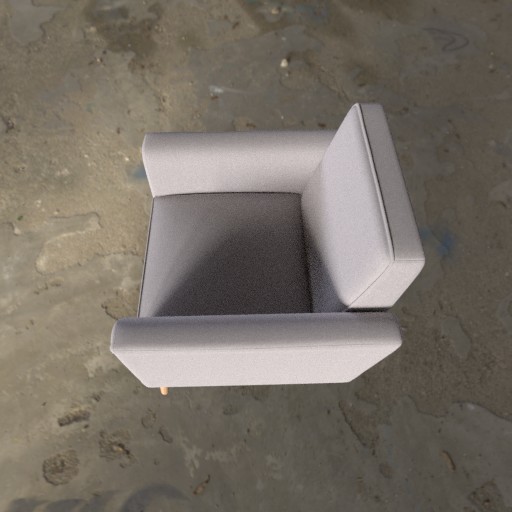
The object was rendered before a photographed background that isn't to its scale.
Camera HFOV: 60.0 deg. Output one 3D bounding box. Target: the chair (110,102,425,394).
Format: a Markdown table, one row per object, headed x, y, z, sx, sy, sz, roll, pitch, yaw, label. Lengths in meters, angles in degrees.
| x | y | z | sx | sy | sz | roll | pitch | yaw | label |
| --- | --- | --- | --- | --- | --- | --- | --- | --- | --- |
| 0.000 | 0.000 | 1.440 | 0.750 | 0.780 | 0.780 | -1 | 57 | -1 | chair |
